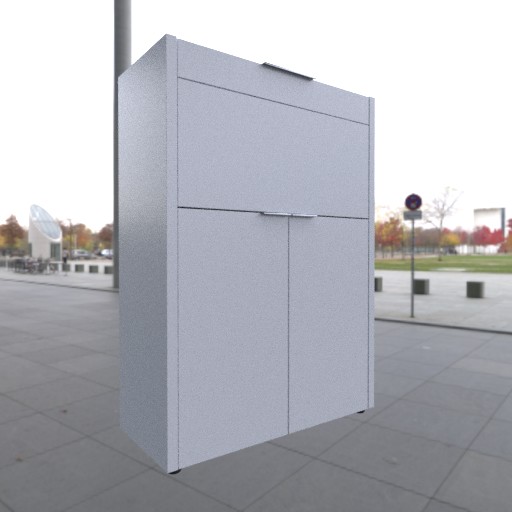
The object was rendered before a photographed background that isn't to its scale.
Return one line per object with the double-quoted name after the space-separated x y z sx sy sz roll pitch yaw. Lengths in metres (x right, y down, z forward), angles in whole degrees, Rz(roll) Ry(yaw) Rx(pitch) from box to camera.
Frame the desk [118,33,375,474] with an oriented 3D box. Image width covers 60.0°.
0.000 0.000 1.575 0.850 1.190 0.390 -1 1 -36 "desk"
